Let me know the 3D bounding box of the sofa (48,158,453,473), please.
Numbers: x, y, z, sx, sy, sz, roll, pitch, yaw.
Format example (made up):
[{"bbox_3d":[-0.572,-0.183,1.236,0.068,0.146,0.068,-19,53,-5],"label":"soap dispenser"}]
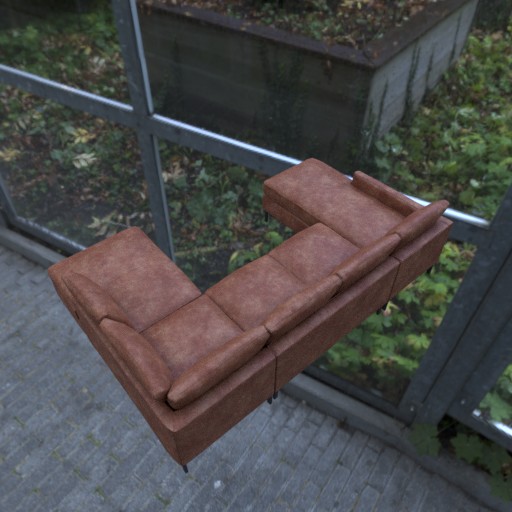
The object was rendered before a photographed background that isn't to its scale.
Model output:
[{"bbox_3d":[0.000,0.000,3.876,2.956,0.900,1.939,-31,53,-27],"label":"sofa"}]
